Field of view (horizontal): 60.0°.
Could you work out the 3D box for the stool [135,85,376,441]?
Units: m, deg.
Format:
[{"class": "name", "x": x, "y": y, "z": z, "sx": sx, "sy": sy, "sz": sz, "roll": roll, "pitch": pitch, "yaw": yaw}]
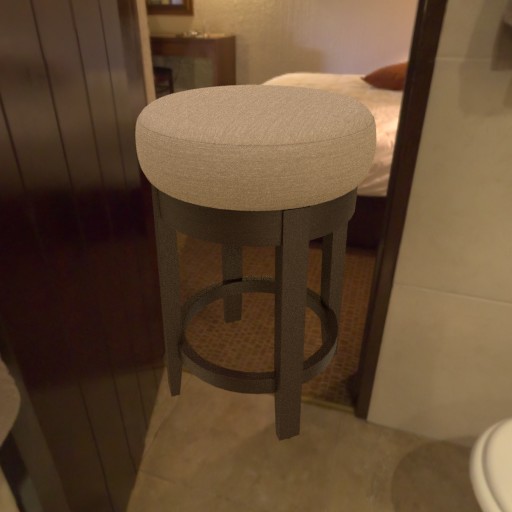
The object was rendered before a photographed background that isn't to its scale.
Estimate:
[{"class": "stool", "x": 0.000, "y": 0.000, "z": 0.969, "sx": 0.443, "sy": 0.672, "sz": 0.443, "roll": 0, "pitch": 30, "yaw": 0}]
